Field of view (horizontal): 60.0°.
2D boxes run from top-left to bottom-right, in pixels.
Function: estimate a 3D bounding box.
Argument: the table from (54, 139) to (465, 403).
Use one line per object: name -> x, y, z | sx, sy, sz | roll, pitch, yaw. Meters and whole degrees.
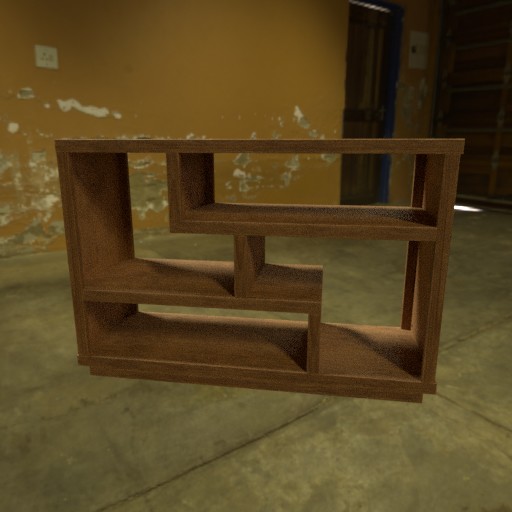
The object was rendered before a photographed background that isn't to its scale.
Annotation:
table -> 0.000, 0.000, 1.516 | 1.151, 0.771, 0.410 | 2, 15, 9
